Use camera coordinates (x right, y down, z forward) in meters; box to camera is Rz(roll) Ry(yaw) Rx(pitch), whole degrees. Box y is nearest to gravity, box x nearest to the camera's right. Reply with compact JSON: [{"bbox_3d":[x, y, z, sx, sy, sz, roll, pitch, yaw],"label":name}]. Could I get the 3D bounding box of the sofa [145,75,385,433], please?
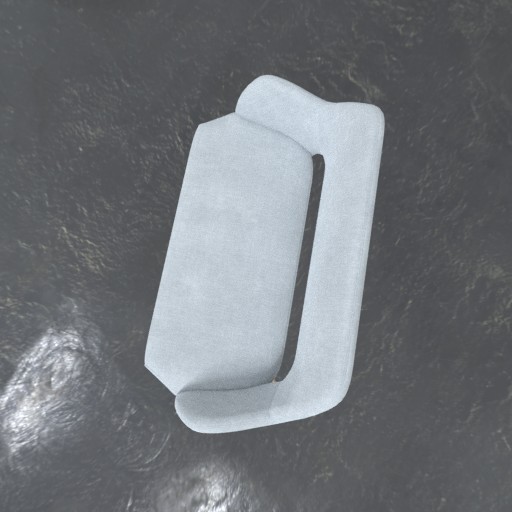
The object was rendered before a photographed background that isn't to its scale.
[{"bbox_3d":[0.000,0.000,1.576,0.610,0.840,1.150,10,79,2],"label":"sofa"}]
